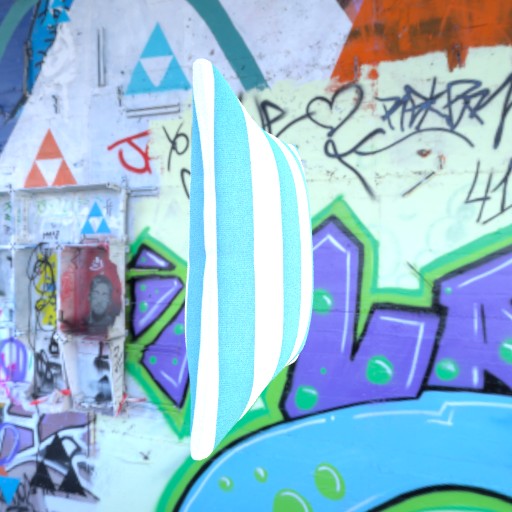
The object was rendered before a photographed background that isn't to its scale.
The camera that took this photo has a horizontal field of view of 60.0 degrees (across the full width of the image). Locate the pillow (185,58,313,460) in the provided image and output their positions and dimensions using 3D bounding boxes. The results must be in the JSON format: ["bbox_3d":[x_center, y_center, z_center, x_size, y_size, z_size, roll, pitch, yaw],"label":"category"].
[{"bbox_3d":[0.000,0.000,0.822,0.189,0.526,0.536,0,1,18],"label":"pillow"}]
